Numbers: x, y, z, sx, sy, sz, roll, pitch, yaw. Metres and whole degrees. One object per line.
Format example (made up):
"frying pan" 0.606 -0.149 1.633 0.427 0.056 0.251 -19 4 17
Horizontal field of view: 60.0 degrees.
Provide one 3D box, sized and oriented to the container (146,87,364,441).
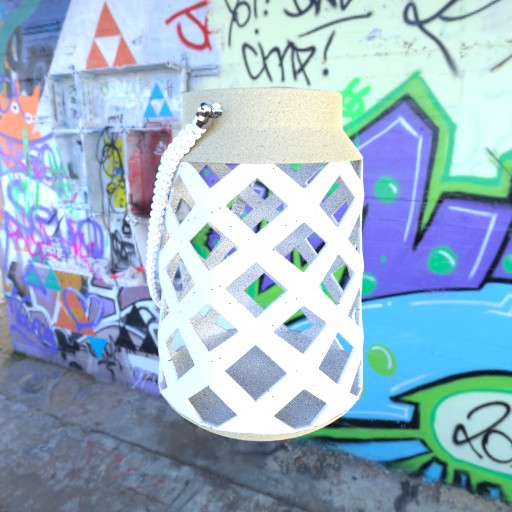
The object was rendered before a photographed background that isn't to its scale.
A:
"container" 0.000 0.000 0.387 0.198 0.264 0.188 7 17 25
